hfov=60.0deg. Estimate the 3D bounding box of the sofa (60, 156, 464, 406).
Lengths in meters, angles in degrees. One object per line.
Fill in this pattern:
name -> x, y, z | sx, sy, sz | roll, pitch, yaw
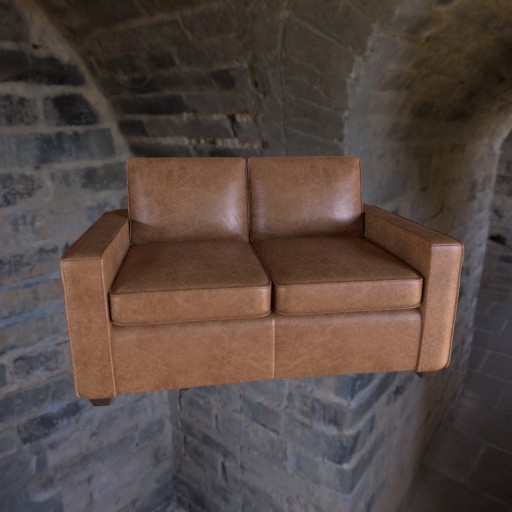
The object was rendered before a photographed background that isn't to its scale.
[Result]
sofa -> 0.000, 0.000, 2.117 | 1.532, 0.896, 1.020 | -2, 16, -8
